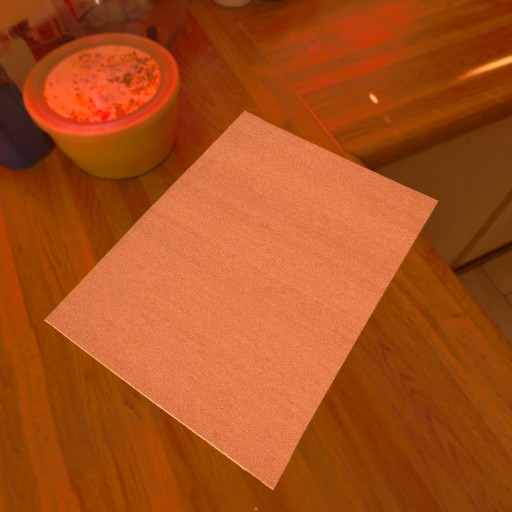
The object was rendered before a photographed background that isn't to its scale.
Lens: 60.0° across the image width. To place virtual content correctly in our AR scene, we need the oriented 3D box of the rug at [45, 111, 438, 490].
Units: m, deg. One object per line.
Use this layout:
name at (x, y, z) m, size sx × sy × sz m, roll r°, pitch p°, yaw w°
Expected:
rug at (0.000, 0.000, 4.278) m, size 2.434 × 0.045 × 3.202 m, roll 30°, pitch 65°, yaw 16°
